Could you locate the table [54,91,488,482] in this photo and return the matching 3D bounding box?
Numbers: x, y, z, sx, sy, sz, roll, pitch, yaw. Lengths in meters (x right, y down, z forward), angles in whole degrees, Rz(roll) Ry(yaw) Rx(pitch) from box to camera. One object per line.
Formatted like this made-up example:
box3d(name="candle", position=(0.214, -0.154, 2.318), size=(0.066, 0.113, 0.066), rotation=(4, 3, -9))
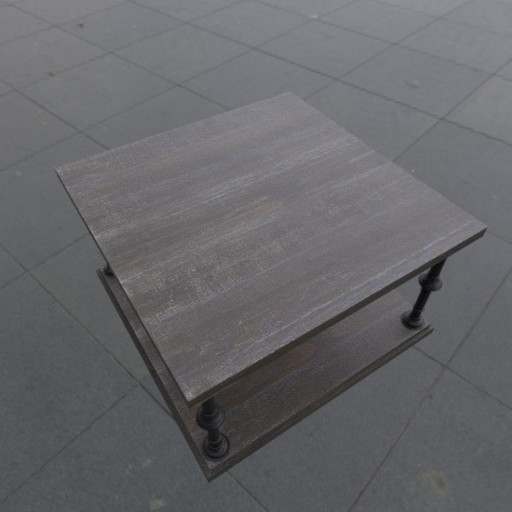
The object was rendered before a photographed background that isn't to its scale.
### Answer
box3d(name="table", position=(0.000, 0.000, 1.135), size=(0.696, 0.400, 0.696), rotation=(-26, 52, -22))
